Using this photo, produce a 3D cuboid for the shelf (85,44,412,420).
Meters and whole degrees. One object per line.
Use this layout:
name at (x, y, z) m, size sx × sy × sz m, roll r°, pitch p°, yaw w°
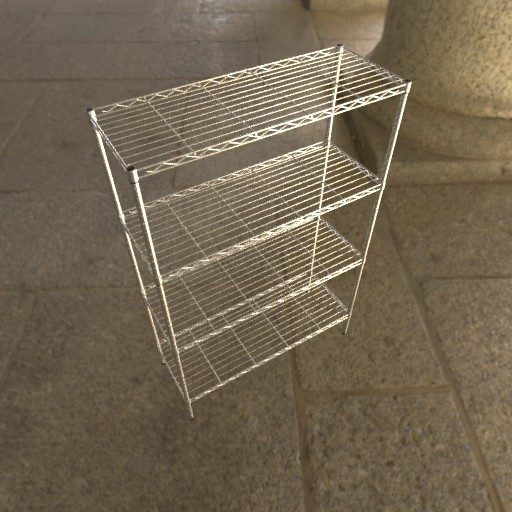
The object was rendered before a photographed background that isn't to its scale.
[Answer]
shelf at (0.000, 0.000, 1.779) m, size 0.907 × 1.360 × 0.352 m, roll -24°, pitch 51°, yaw -21°
